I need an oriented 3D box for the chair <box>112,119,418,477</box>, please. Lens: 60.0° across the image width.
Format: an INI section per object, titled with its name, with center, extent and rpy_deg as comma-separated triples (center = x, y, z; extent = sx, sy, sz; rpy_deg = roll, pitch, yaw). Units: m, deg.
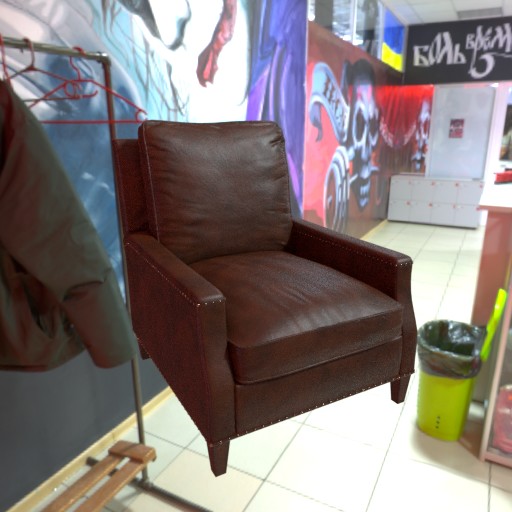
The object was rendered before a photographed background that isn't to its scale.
[chair]
center = 0.000, 0.000, 1.779
extent = 0.854, 1.054, 1.035
rpy_deg = -9, 18, -28
